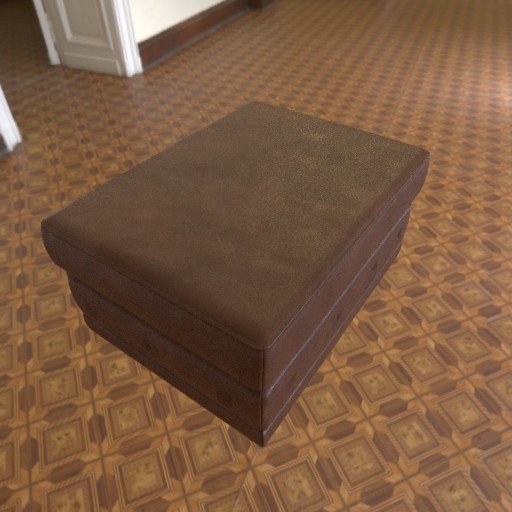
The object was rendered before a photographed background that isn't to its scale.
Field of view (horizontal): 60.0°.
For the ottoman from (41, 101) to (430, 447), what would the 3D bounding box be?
[{"bbox_3d":[0.000,0.000,1.189,0.588,0.509,0.795,25,47,25],"label":"ottoman"}]
